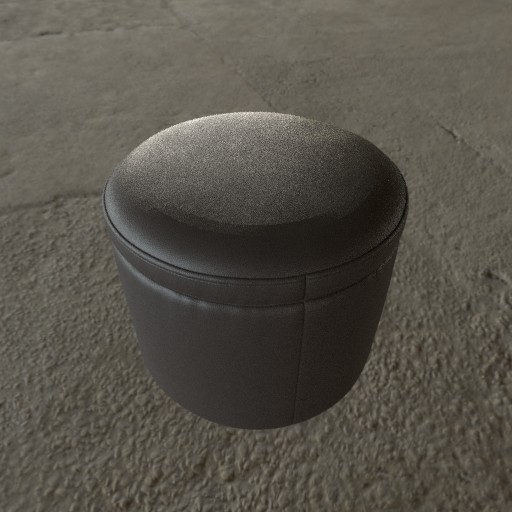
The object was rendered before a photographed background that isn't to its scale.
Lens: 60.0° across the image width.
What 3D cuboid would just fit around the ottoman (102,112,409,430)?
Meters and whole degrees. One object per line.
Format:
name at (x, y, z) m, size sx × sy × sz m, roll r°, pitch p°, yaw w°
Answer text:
ottoman at (0.000, 0.000, 0.846) m, size 0.500 × 0.409 × 0.500 m, roll 0°, pitch 41°, yaw 0°
